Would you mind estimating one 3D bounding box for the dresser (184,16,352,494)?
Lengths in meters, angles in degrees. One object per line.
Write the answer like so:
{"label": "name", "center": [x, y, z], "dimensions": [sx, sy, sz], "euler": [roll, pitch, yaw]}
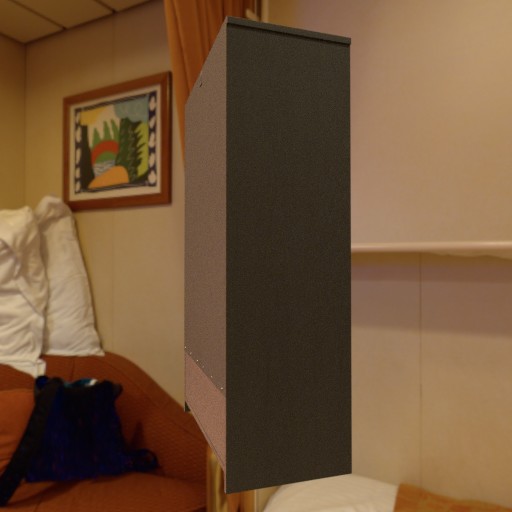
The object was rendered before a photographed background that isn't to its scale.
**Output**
{"label": "dresser", "center": [0.000, 0.000, 1.553], "dimensions": [0.399, 1.255, 0.704], "euler": [0, -1, -18]}
